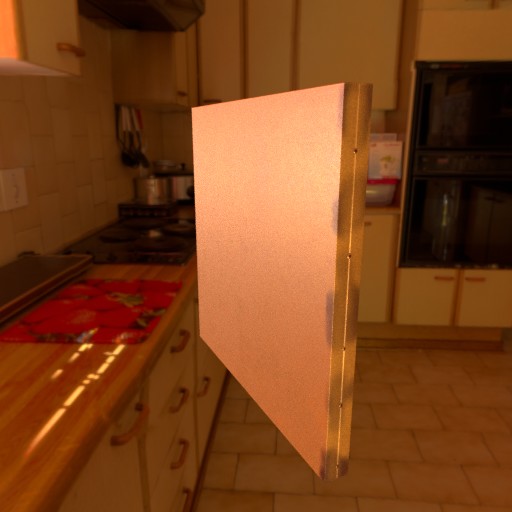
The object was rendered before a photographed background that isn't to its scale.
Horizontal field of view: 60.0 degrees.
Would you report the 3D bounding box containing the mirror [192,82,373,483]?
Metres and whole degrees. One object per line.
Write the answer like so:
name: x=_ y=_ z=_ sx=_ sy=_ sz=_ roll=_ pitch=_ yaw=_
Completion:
mirror: x=0.000 y=0.000 z=0.760 sx=0.042 sy=0.507 sz=0.509 roll=-7 pitch=17 yaw=-25
